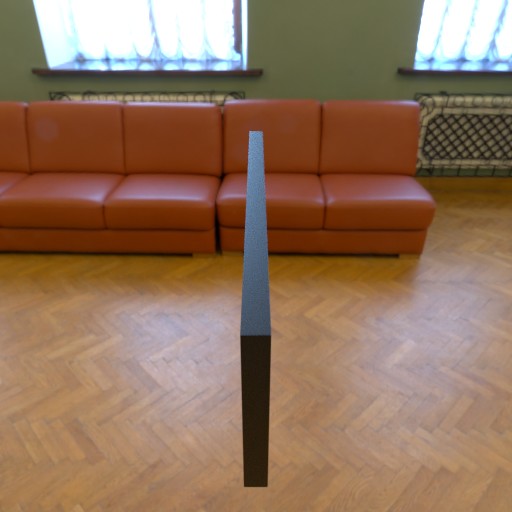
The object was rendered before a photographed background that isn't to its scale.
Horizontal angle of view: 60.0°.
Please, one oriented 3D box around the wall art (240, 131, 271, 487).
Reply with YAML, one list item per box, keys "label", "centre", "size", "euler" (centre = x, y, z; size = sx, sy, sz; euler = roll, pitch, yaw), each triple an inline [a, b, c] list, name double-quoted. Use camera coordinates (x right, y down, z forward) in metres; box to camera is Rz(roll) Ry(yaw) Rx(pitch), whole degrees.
- label: "wall art"
  centre: [0.000, 0.000, 0.965]
  size: [0.037, 0.303, 0.860]
  euler: [0, 31, 0]
